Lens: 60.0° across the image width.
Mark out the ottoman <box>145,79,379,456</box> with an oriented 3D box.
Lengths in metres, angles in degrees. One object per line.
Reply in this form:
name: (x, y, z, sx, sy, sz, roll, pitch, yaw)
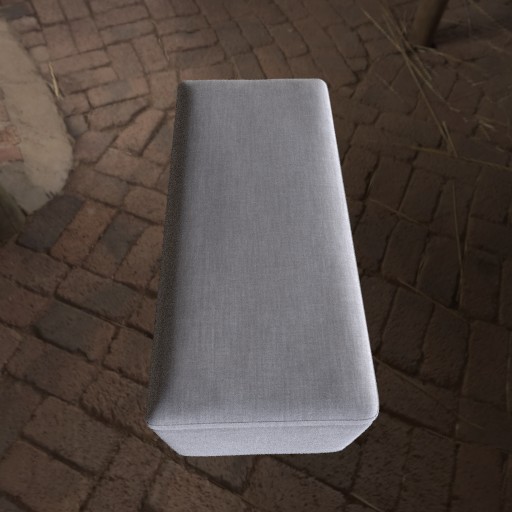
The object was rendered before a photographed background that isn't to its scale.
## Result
ottoman: (0.000, 0.000, 1.127, 0.419, 0.432, 0.902, -1, 59, -1)
